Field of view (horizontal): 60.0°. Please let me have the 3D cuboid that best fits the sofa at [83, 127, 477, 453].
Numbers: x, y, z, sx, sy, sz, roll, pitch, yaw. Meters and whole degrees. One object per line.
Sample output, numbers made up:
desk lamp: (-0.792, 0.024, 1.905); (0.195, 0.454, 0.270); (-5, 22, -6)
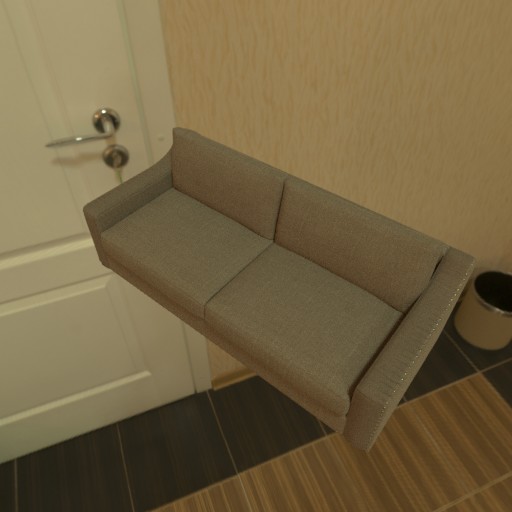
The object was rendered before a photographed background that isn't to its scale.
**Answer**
sofa: (0.000, 0.000, 2.743); (2.208, 0.857, 1.000); (30, 52, 26)
